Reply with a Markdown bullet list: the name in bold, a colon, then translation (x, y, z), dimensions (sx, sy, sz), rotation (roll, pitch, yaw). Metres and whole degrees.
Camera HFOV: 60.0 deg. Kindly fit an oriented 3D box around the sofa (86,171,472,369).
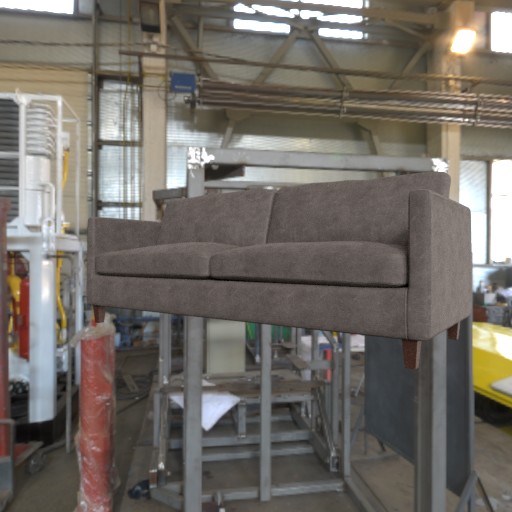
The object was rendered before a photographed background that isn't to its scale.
- **sofa**: translation (0.000, 0.000, 2.897), dimensions (2.434, 0.965, 0.951), rotation (0, 0, 36)
